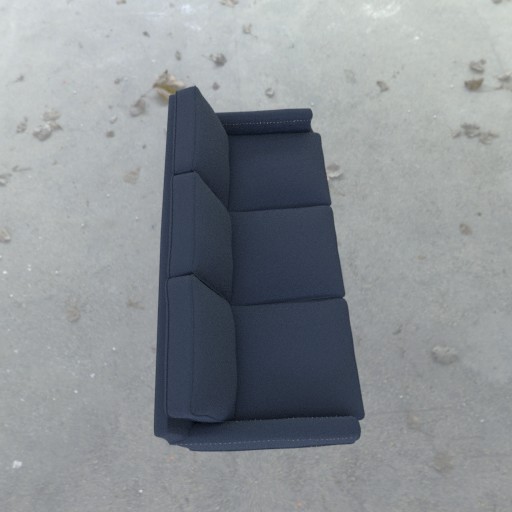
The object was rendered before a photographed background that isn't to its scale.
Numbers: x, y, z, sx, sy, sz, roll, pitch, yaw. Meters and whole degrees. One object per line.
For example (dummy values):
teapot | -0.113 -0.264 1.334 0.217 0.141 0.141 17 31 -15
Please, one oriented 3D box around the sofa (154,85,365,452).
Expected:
sofa | 0.000 0.000 2.839 1.084 1.003 2.246 -3 63 -1
